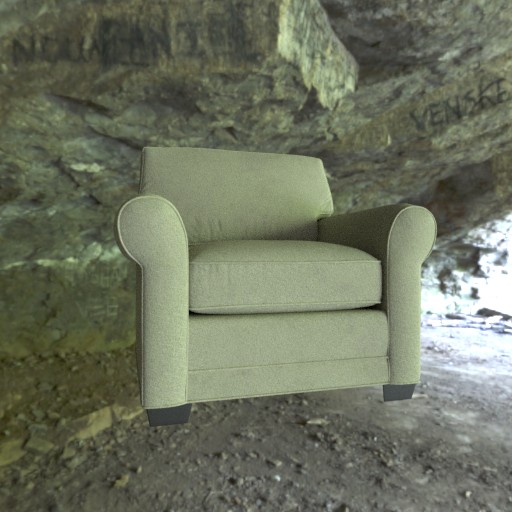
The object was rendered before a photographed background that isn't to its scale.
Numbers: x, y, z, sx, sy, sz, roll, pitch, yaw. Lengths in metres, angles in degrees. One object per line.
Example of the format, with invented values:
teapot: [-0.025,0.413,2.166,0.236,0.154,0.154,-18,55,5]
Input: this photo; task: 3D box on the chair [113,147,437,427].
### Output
chair: [0.000,0.000,1.893,1.147,1.044,0.939,0,0,-17]
